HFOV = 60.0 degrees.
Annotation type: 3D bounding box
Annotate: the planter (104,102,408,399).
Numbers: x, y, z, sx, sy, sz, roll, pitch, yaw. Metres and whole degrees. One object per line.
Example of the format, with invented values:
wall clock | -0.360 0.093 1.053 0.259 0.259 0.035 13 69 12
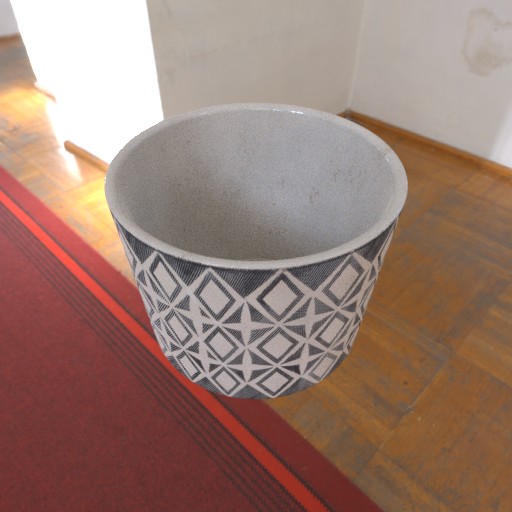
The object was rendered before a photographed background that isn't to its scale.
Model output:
planter | 0.000 0.000 0.465 0.260 0.220 0.260 0 43 0
